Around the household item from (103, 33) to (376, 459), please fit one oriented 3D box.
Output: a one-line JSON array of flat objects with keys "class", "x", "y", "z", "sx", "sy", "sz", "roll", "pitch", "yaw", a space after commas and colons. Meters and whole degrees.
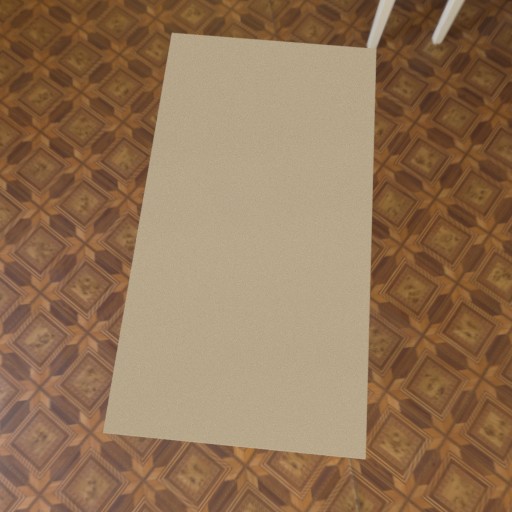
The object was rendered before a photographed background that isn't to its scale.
[{"class": "household item", "x": 0.000, "y": 0.000, "z": 1.507, "sx": 0.597, "sy": 0.749, "sz": 1.100, "roll": 5, "pitch": 75, "yaw": 1}]
